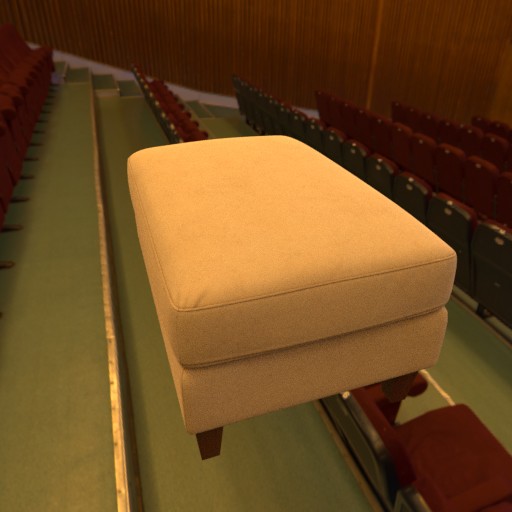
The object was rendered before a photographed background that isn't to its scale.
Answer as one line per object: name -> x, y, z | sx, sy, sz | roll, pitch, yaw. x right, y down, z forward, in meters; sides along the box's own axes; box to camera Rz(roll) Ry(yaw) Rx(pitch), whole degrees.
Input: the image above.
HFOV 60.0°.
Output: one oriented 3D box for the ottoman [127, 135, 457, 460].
ottoman -> 0.000, 0.000, 1.204 | 0.584, 0.483, 0.864 | -10, 32, -16
